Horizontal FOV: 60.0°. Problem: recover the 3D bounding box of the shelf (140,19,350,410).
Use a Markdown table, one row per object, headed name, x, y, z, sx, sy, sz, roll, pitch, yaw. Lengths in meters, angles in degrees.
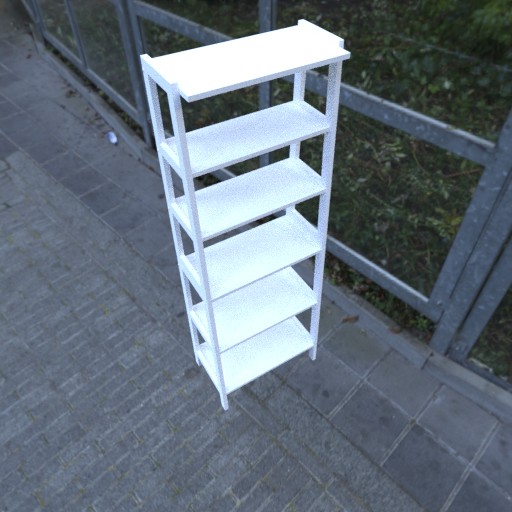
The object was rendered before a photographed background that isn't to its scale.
| name | x | y | z | sx | sy | sz | roll | pitch | yaw |
| --- | --- | --- | --- | --- | --- | --- | --- | --- | --- |
| shelf | 0.000 | 0.000 | 2.128 | 0.660 | 1.892 | 0.381 | -24 | 50 | -21 |
